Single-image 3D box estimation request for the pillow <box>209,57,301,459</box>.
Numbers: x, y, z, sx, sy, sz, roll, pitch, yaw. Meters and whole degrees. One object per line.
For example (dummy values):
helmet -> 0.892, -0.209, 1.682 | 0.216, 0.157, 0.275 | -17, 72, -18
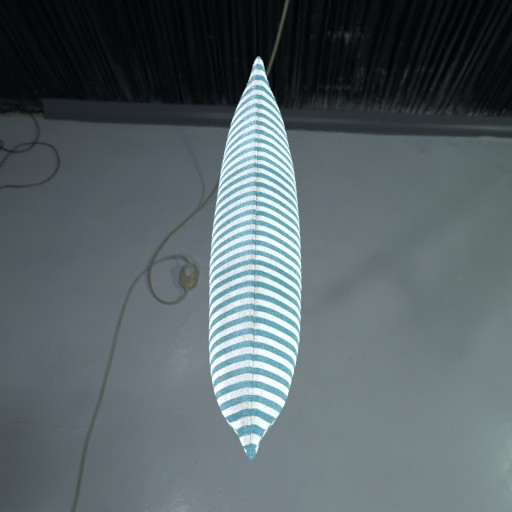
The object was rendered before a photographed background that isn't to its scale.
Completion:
pillow -> 0.000, 0.000, 0.747 | 0.151, 0.295, 0.617 | 1, 63, 0
